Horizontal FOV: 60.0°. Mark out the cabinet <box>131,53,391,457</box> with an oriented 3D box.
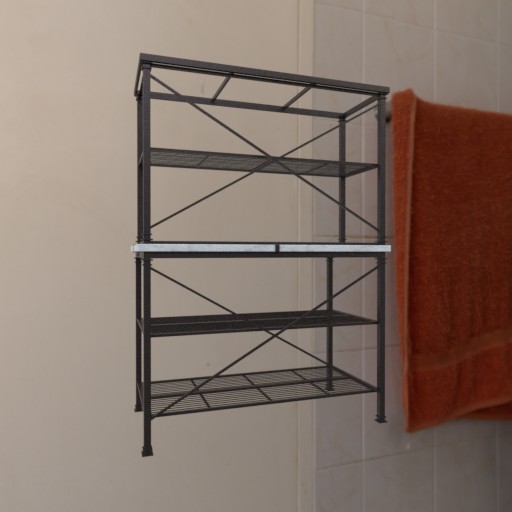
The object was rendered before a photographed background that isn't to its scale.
[{"bbox_3d":[0.000,0.000,2.274,1.210,1.659,0.610,0,1,-18],"label":"cabinet"}]
